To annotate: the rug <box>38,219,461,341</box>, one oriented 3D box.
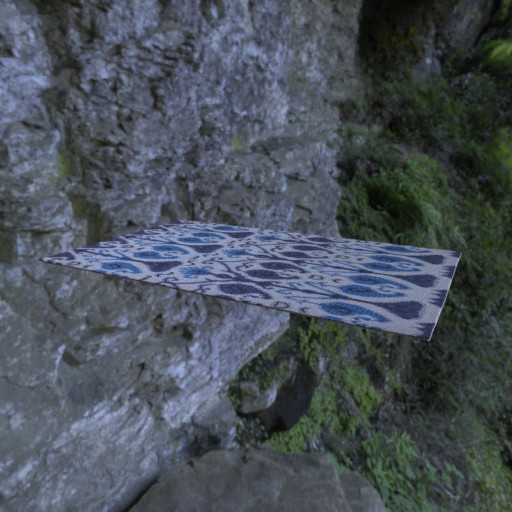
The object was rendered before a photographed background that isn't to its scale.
[{"bbox_3d":[0.000,0.000,2.090,1.698,0.013,1.072,8,18,27],"label":"rug"}]
